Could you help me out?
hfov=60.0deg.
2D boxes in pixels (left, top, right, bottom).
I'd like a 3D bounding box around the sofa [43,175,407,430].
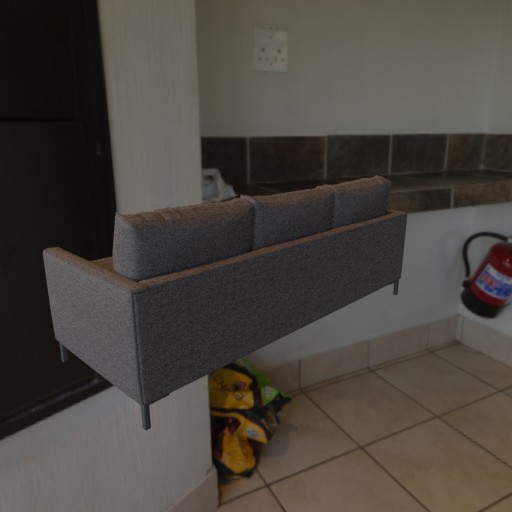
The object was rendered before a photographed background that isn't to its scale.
[{"bbox_3d":[0.000,0.000,2.745,0.876,0.882,2.253,15,22,42],"label":"sofa"}]
